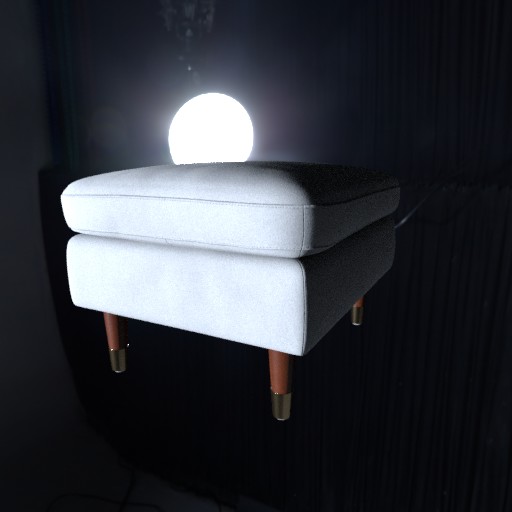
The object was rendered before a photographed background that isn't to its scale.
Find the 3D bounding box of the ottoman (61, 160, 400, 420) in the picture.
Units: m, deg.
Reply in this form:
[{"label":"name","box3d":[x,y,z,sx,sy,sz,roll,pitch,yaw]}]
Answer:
[{"label":"ottoman","box3d":[0.000,0.000,1.137,0.593,0.478,0.747,6,14,27]}]
